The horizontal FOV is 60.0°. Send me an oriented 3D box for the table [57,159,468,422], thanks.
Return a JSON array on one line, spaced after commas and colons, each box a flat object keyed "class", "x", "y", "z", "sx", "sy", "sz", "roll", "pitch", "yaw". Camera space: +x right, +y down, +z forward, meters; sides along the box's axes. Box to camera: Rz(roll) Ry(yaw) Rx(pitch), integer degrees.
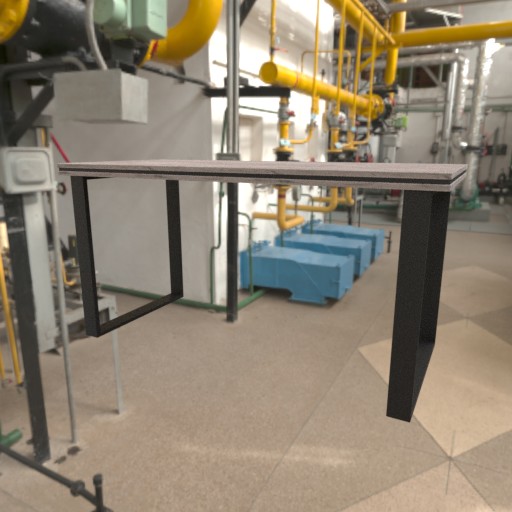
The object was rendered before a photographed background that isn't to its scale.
[{"class": "table", "x": 0.000, "y": 0.000, "z": 2.206, "sx": 1.778, "sy": 0.899, "sz": 0.795, "roll": 7, "pitch": 16, "yaw": 27}]
